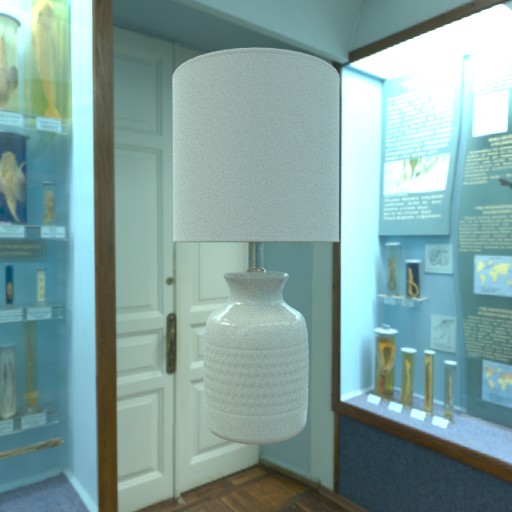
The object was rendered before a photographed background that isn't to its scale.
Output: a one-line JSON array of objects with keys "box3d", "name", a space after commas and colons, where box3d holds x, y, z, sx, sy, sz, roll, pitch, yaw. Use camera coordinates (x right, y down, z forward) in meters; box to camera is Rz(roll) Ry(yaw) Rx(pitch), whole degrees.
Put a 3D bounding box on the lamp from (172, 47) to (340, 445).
[{"box3d": [0.000, 0.000, 0.511, 0.188, 0.392, 0.188, -1, 2, -36], "name": "lamp"}]
